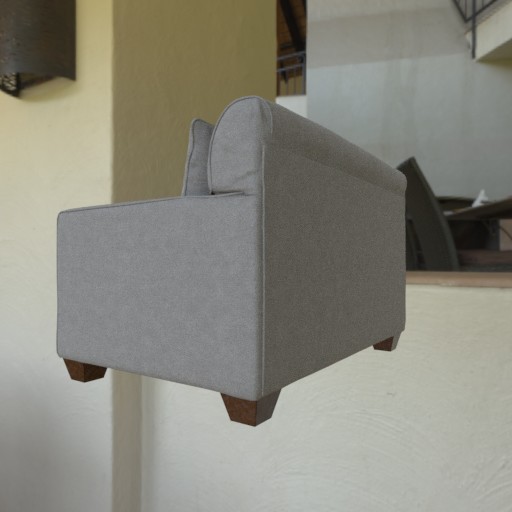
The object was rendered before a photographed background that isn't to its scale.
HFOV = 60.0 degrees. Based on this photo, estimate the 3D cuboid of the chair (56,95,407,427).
[{"bbox_3d":[0.000,0.000,1.998,0.992,0.953,1.395,0,0,34],"label":"chair"}]
